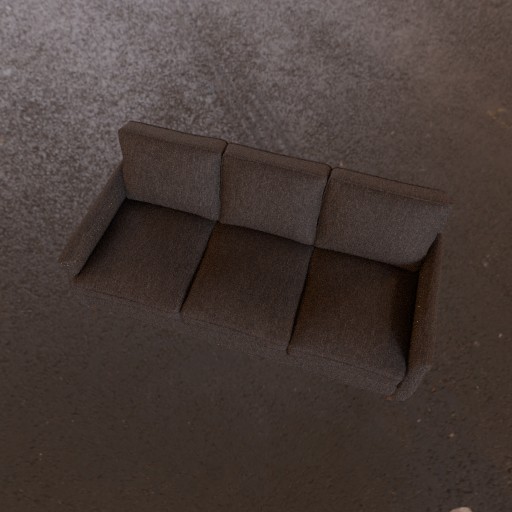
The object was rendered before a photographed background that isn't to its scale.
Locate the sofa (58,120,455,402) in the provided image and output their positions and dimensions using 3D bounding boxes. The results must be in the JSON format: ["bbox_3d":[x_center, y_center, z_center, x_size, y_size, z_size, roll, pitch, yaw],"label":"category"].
[{"bbox_3d":[0.000,0.000,2.841,2.246,1.003,1.084,15,60,9],"label":"sofa"}]
